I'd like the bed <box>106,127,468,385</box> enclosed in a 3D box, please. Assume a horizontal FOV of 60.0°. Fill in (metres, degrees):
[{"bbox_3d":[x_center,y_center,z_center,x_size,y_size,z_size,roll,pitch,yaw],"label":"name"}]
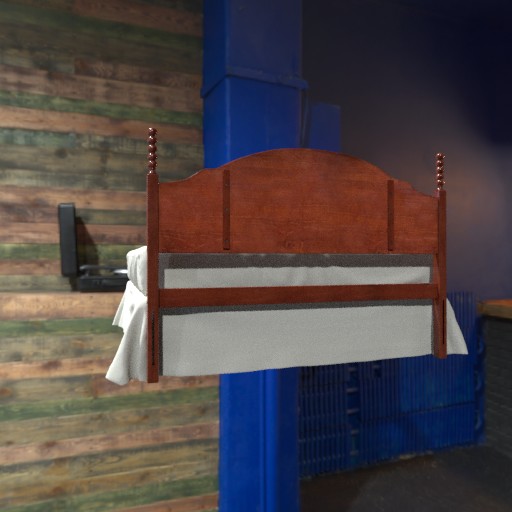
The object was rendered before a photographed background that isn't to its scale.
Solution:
[{"bbox_3d":[0.000,0.000,3.662,2.322,1.355,2.219,0,0,-18],"label":"bed"}]
